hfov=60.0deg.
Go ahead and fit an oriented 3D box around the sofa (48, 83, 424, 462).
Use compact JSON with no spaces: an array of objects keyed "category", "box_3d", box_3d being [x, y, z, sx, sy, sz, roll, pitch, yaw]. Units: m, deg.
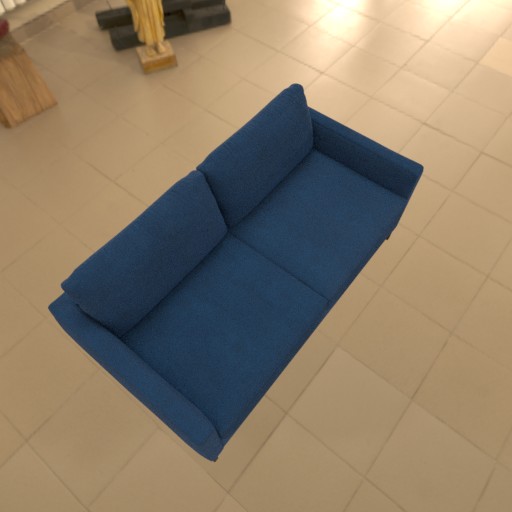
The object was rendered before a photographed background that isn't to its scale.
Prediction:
[{"category":"sofa","box_3d":[0.000,0.000,2.168,0.875,0.817,1.676,35,65,19]}]
